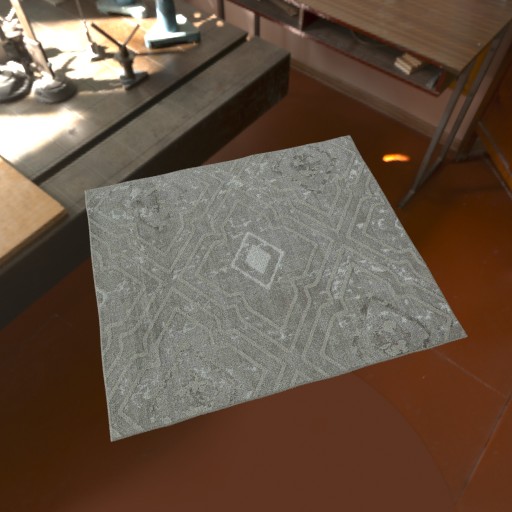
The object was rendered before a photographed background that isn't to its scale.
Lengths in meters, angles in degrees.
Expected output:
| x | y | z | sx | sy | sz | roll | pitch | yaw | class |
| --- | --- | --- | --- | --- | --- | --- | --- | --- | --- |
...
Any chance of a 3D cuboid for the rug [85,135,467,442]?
| x | y | z | sx | sy | sz | roll | pitch | yaw | class |
| --- | --- | --- | --- | --- | --- | --- | --- | --- | --- |
| 0.000 | 0.000 | 0.894 | 0.639 | 0.006 | 0.548 | -14 | 58 | -9 | rug |
